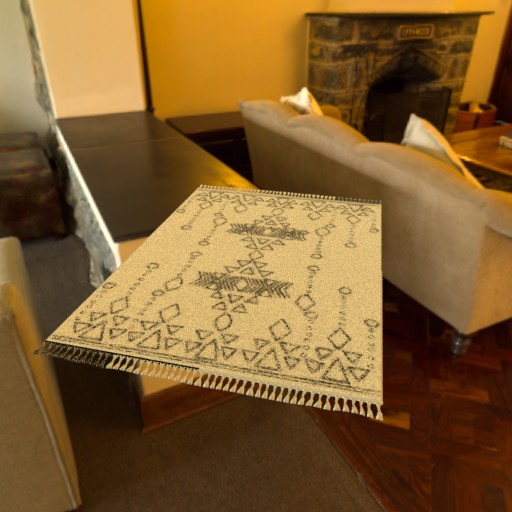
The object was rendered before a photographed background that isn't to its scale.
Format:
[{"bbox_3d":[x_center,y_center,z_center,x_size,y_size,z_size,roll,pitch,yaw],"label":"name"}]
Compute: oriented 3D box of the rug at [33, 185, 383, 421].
[{"bbox_3d":[0.000,0.000,2.892,1.600,0.013,2.312,7,30,12],"label":"rug"}]
